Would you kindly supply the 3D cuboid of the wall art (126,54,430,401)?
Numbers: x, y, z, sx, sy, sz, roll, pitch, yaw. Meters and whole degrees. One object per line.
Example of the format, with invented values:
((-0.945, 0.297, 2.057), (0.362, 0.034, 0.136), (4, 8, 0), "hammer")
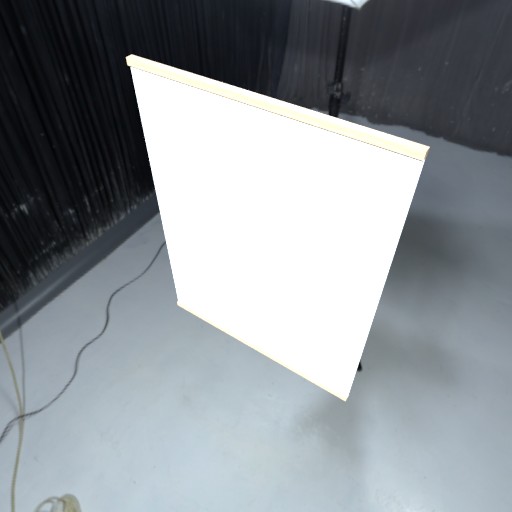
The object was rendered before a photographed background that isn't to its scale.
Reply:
((0.000, 0.000, 0.800), (0.459, 0.608, 0.012), (26, 51, 22), "wall art")
